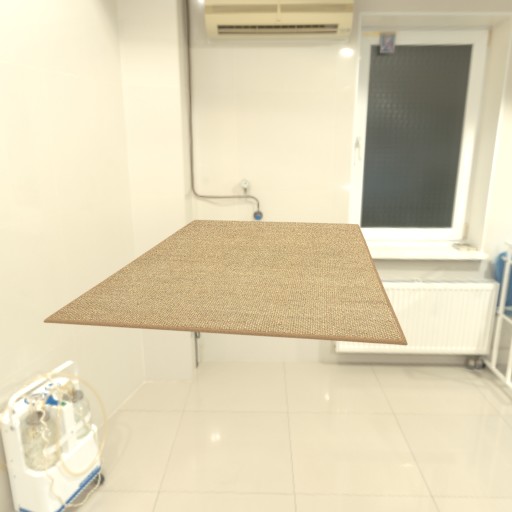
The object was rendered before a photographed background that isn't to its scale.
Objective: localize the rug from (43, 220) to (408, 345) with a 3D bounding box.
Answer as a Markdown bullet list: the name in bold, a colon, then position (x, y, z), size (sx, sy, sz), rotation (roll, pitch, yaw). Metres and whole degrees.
- **rug**: position (0.000, 0.000, 2.052), size (1.061, 0.012, 1.668), rotation (2, 15, 8)
